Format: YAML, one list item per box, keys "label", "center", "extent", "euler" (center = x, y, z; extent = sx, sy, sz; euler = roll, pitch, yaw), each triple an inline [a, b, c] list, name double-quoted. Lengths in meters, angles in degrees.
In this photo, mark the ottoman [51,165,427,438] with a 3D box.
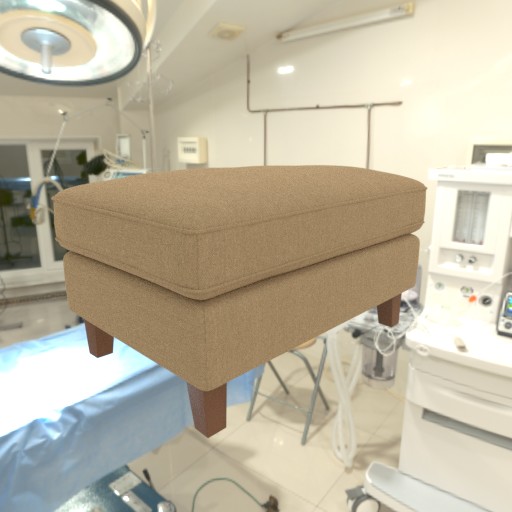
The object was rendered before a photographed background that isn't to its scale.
- label: "ottoman"
  center: [0.000, 0.000, 1.317]
  extent: [0.636, 0.521, 0.945]
  euler: [14, 21, 43]
